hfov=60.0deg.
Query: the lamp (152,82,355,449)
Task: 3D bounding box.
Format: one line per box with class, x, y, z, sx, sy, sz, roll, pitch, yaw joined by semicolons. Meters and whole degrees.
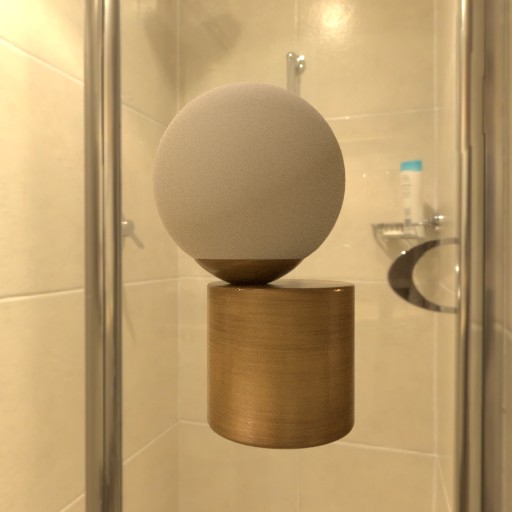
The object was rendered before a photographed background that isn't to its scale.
lamp;0.000;0.000;0.334;0.152;0.250;0.141;0;0;-19
